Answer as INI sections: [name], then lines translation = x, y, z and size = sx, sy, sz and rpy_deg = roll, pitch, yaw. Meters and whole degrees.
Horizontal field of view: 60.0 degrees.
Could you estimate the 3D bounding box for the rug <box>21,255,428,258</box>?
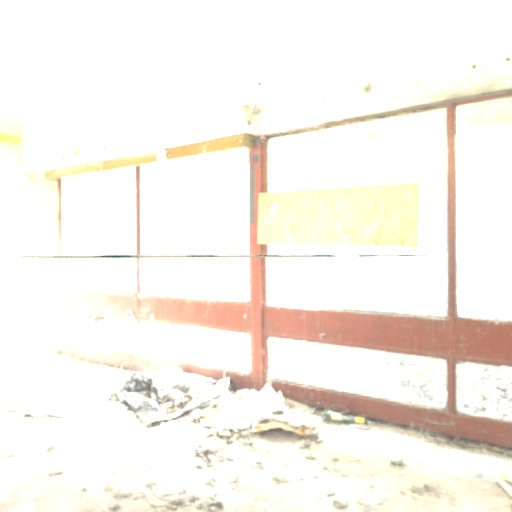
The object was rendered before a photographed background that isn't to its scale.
[rug]
translation = 0.000, 0.000, 2.690
size = 2.438, 0.012, 0.768
rpy_deg = 0, 0, -36
